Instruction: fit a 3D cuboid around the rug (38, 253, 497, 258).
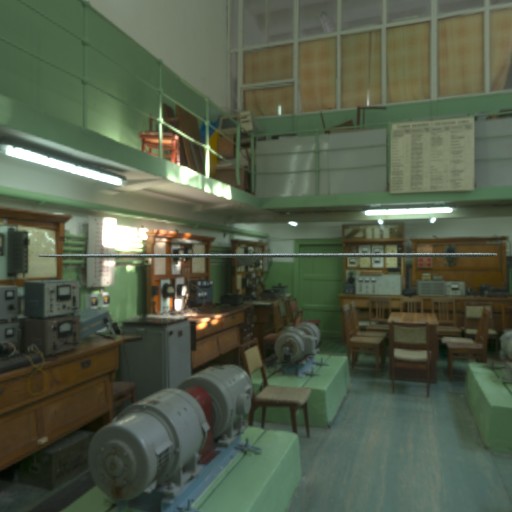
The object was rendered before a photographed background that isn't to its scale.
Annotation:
[{"bbox_3d":[0.000,0.000,2.663,2.452,0.017,0.855,0,0,17],"label":"rug"}]
